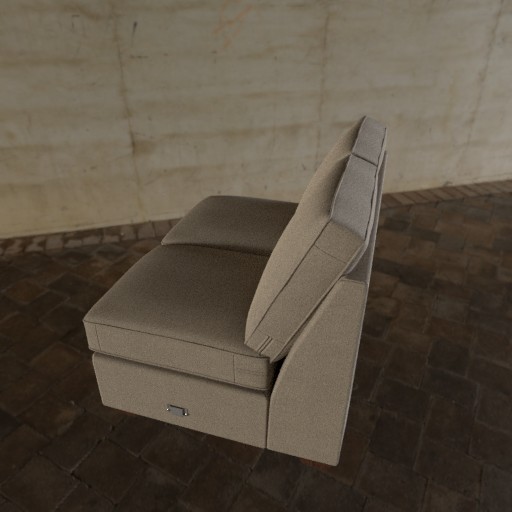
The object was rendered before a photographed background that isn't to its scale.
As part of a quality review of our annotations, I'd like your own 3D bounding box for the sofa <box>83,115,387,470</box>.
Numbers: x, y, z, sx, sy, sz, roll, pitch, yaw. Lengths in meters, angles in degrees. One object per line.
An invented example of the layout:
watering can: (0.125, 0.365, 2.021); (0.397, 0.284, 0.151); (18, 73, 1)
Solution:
sofa: (0.000, 0.000, 1.947); (0.978, 1.006, 1.232); (9, 31, 14)
